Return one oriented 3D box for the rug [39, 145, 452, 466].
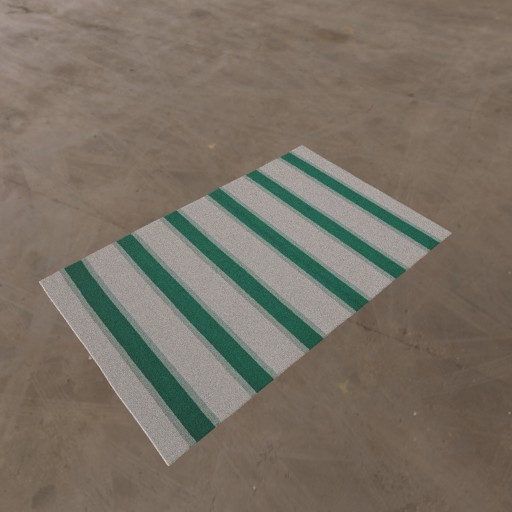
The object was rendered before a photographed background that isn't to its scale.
[{"bbox_3d":[0.000,0.000,3.044,2.436,0.015,1.521,-32,54,-27],"label":"rug"}]
